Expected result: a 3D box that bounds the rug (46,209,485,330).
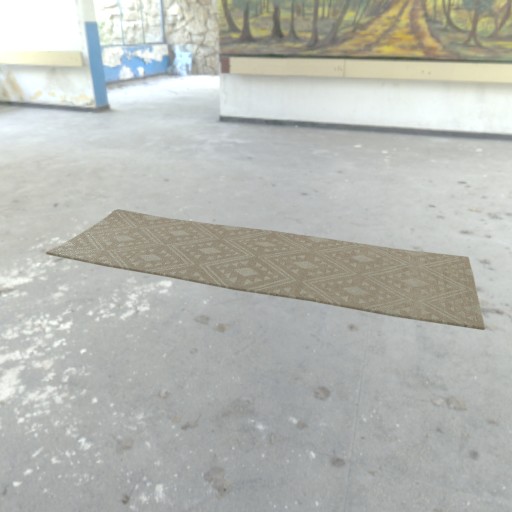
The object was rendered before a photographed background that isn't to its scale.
[{"bbox_3d":[0.000,0.000,2.681,2.452,0.051,0.752,8,28,16],"label":"rug"}]
